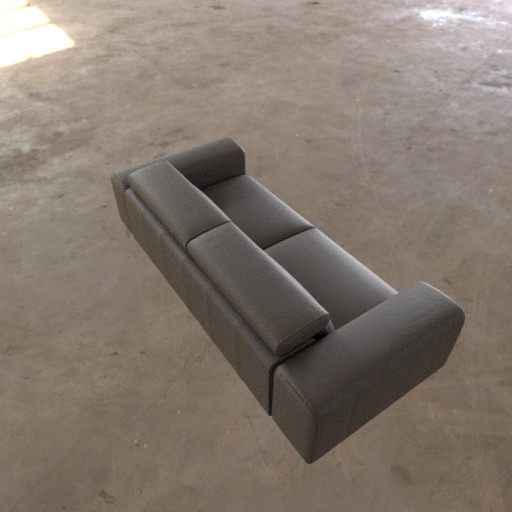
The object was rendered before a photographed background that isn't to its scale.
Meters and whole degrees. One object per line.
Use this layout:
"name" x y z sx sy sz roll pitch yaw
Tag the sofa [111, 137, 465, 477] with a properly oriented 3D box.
"sofa" 0.000 0.000 2.841 1.023 0.759 2.321 -25 47 -25
